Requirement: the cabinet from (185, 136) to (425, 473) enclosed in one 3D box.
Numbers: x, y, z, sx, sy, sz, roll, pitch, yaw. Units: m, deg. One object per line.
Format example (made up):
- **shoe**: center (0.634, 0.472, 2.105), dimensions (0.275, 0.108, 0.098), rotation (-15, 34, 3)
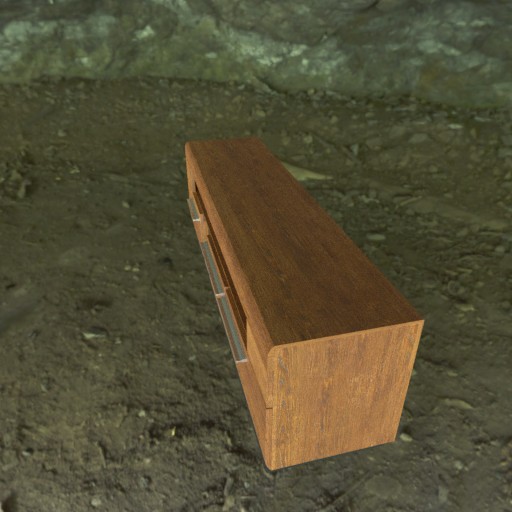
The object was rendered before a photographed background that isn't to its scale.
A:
- **cabinet**: center (0.000, 0.000, 1.806), dimensions (0.419, 0.510, 1.600), rotation (-7, 32, -12)
